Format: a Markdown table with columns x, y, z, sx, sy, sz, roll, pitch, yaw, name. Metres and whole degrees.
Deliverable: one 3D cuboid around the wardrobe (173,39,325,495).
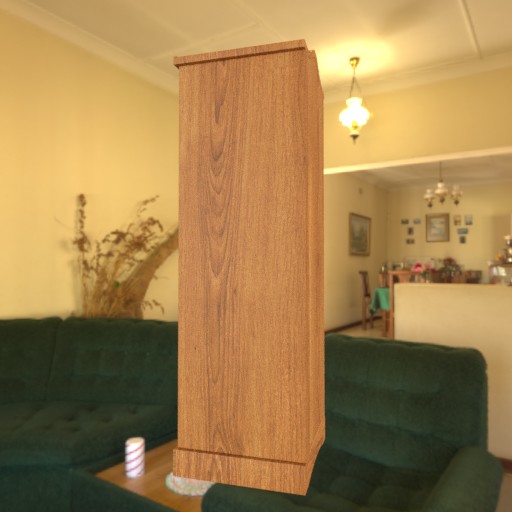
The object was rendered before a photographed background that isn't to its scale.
| x | y | z | sx | sy | sz | roll | pitch | yaw | name |
| --- | --- | --- | --- | --- | --- | --- | --- | --- | --- |
| 0.000 | 0.000 | 2.096 | 0.570 | 1.870 | 0.590 | 0 | -1 | 16 | wardrobe |
